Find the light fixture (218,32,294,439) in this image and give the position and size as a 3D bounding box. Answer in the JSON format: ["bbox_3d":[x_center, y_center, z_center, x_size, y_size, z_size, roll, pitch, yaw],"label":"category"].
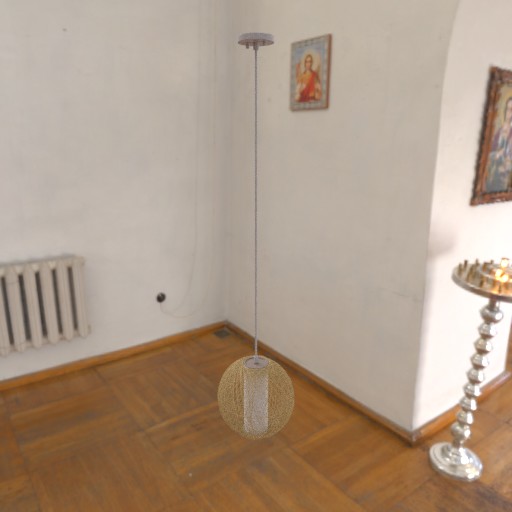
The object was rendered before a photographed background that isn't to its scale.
[{"bbox_3d":[0.000,0.000,2.163,0.407,1.955,0.406,2,15,8],"label":"light fixture"}]
